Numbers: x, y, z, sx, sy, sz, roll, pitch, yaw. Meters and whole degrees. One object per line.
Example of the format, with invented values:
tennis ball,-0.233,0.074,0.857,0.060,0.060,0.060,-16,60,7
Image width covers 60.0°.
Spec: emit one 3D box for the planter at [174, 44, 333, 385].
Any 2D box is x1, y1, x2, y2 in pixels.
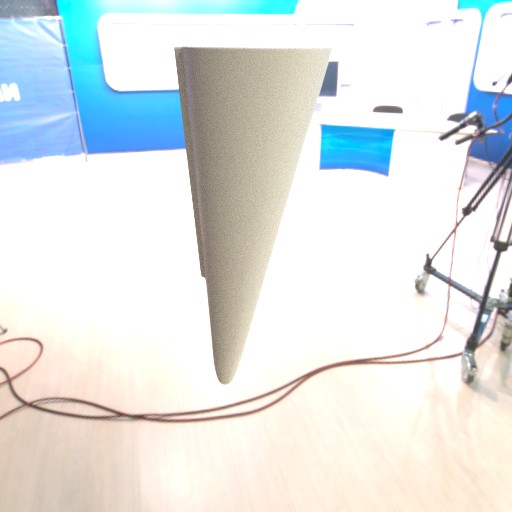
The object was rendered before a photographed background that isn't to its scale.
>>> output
planter,0.000,0.000,0.225,0.064,0.193,0.057,18,31,32
